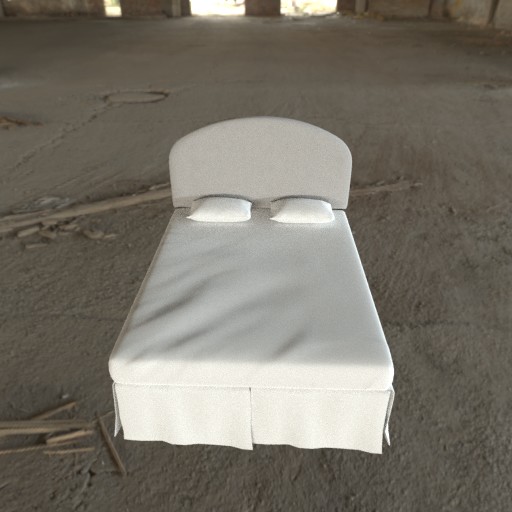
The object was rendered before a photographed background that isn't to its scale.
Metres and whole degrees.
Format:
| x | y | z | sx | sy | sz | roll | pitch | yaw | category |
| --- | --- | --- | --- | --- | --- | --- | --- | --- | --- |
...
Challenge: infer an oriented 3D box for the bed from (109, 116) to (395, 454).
| x | y | z | sx | sy | sz | roll | pitch | yaw | category |
| --- | --- | --- | --- | --- | --- | --- | --- | --- | --- |
| 0.000 | 0.000 | 3.035 | 1.607 | 1.410 | 2.005 | 1 | 31 | 2 | bed |
